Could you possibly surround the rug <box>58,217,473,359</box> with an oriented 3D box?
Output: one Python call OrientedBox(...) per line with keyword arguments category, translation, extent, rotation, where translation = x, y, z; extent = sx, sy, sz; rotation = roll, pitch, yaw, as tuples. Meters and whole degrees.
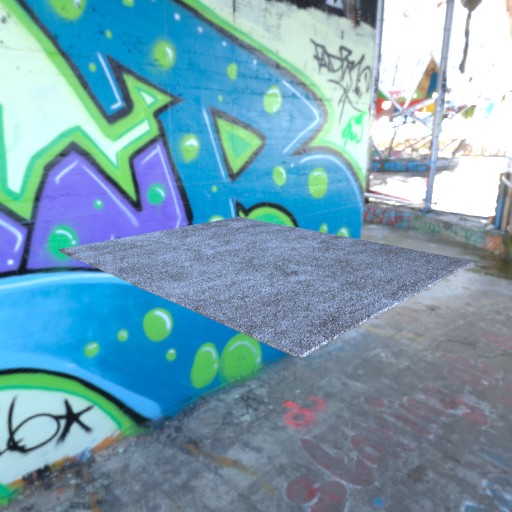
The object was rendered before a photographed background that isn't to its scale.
OrientedBox(category="rug", translation=(0.000, 0.000, 4.077), extent=(3.000, 0.025, 2.401), rotation=(15, 21, 43))
